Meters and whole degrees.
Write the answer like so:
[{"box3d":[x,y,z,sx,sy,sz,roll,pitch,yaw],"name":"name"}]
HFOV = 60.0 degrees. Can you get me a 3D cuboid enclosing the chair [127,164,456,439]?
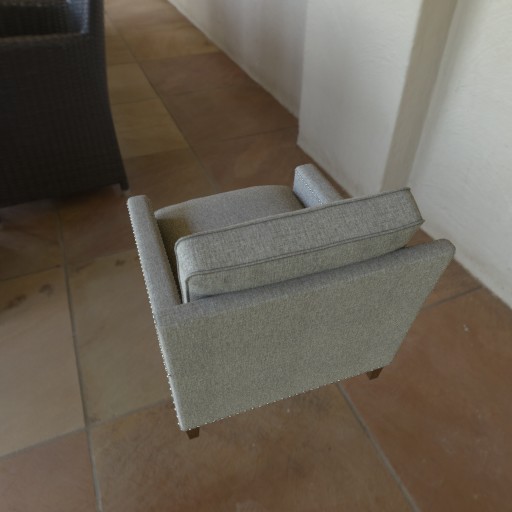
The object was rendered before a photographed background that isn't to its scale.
[{"box3d":[0.000,0.000,1.707,0.853,0.943,1.014,-13,44,-14],"name":"chair"}]
